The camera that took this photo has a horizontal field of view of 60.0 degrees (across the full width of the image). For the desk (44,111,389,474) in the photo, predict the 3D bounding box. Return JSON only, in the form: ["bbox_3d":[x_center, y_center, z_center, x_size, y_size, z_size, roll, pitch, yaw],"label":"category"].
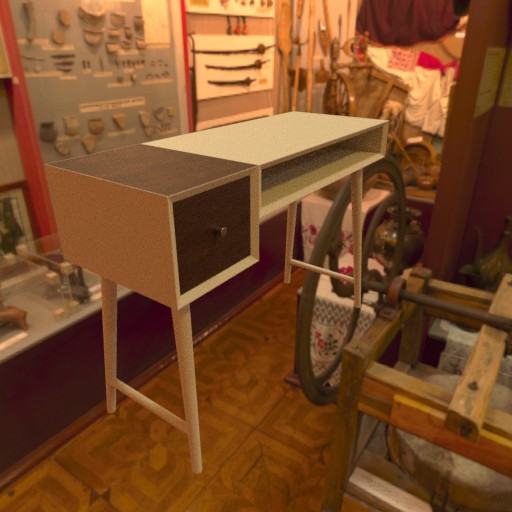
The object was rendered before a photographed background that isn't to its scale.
[{"bbox_3d":[0.000,0.000,1.450,0.409,0.761,1.069,18,31,32],"label":"desk"}]
